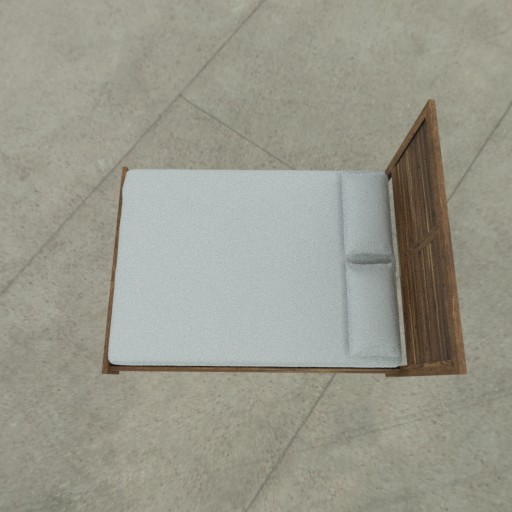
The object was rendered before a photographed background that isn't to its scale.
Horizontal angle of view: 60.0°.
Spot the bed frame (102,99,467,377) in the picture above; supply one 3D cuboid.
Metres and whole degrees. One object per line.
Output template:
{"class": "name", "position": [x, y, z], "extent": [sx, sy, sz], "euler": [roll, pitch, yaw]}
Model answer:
{"class": "bed frame", "position": [0.000, 0.000, 3.280], "extent": [2.276, 1.417, 1.696], "euler": [0, 74, 0]}
